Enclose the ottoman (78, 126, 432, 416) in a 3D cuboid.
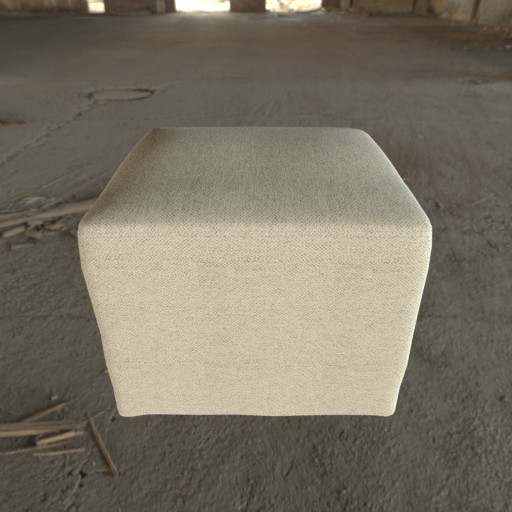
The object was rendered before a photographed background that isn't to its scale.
[{"bbox_3d":[0.000,0.000,0.927,0.521,0.453,0.512,0,32,0],"label":"ottoman"}]
